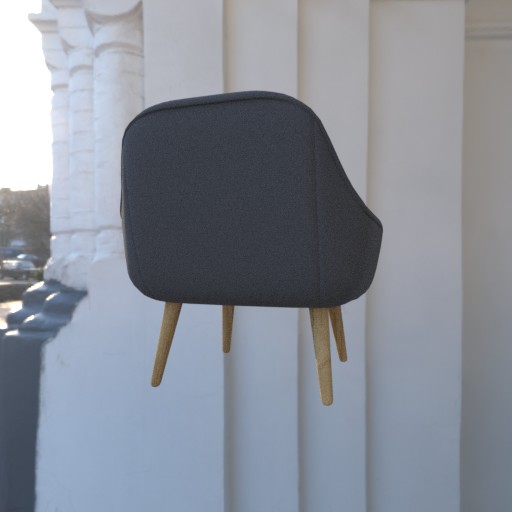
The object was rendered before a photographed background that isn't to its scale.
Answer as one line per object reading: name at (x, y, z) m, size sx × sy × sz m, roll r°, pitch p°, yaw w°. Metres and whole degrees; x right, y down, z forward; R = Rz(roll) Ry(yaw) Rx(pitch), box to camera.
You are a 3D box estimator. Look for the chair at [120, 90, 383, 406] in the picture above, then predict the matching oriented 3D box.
chair at (0.000, 0.000, 1.447) m, size 0.770 × 0.800 × 0.779 m, roll 0°, pitch 0°, yaw 19°
